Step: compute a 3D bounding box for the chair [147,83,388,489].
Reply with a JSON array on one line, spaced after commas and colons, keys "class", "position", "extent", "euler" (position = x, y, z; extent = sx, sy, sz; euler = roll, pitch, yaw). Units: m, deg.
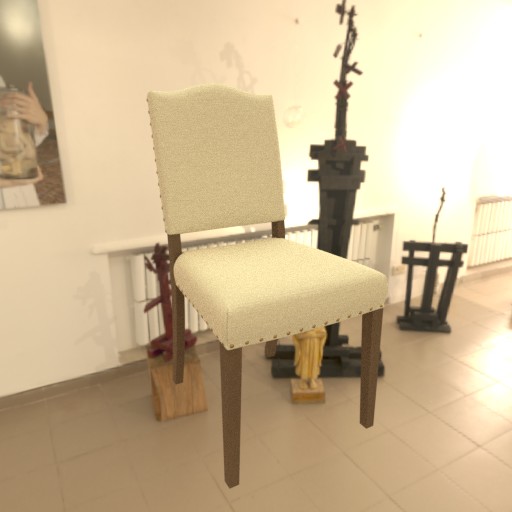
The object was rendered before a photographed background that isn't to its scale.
[{"class": "chair", "position": [0.000, 0.000, 1.350], "extent": [0.508, 1.015, 0.619], "euler": [-10, 20, -28]}]
